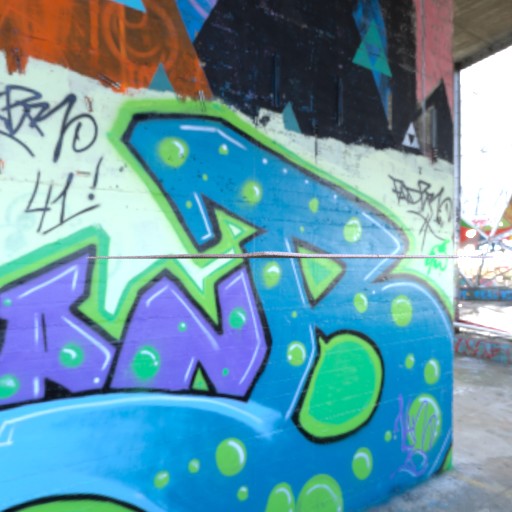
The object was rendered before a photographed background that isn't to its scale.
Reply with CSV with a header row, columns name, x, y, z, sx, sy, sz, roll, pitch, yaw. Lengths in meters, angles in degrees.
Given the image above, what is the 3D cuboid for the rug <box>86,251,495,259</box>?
name,x,y,z,sx,sy,sz,roll,pitch,yaw
rug,0.000,0.000,2.285,1.230,0.025,1.837,0,-1,-35
